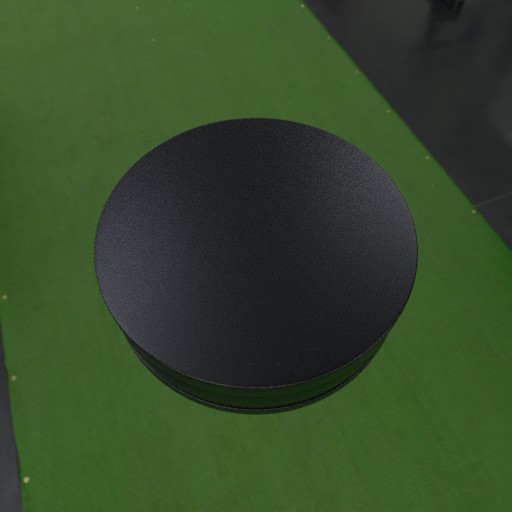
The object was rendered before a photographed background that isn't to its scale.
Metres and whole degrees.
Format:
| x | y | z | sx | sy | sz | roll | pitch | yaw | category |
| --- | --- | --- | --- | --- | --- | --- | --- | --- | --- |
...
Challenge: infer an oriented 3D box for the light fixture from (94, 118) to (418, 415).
| x | y | z | sx | sy | sz | roll | pitch | yaw | category |
| --- | --- | --- | --- | --- | --- | --- | --- | --- | --- |
| 0.000 | 0.000 | 0.430 | 0.283 | 0.097 | 0.283 | 0 | 59 | 0 | light fixture |
